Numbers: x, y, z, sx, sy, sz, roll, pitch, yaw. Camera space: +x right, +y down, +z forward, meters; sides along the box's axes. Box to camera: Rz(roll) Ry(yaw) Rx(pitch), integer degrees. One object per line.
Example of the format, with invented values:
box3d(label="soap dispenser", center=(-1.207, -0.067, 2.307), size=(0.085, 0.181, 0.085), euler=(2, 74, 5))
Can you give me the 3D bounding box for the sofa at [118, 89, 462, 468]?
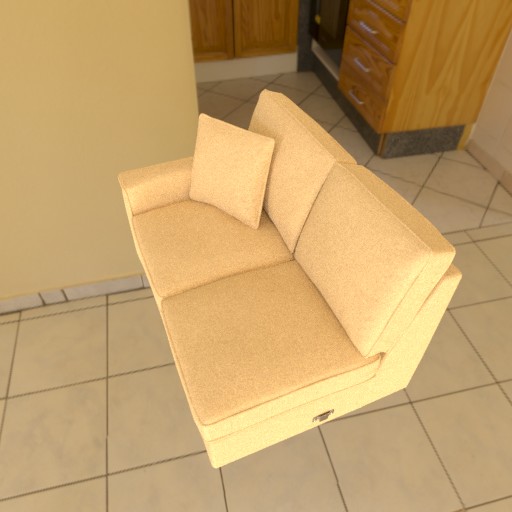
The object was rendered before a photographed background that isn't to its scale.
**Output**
box3d(label="sofa", center=(0.000, 0.000, 2.052), size=(0.991, 0.989, 1.388), euler=(-17, 47, -16))
